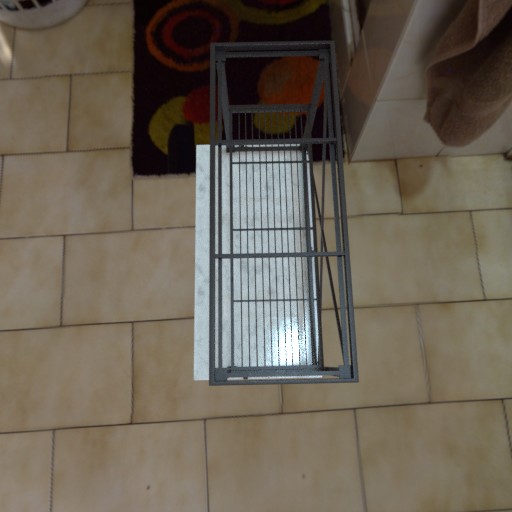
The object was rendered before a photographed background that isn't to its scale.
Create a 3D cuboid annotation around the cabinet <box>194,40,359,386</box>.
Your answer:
[{"bbox_3d":[0.000,0.000,2.266,0.610,1.659,1.210,-1,76,0],"label":"cabinet"}]
